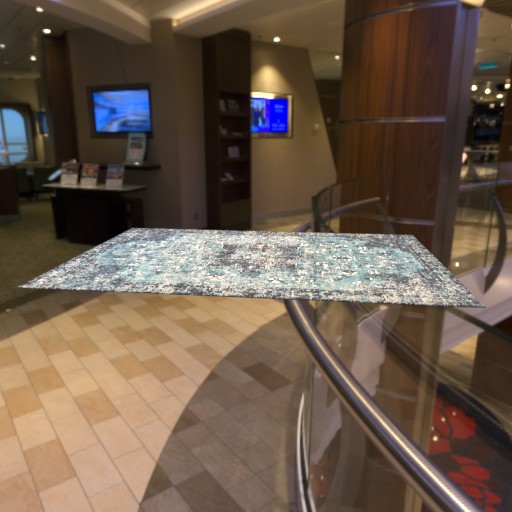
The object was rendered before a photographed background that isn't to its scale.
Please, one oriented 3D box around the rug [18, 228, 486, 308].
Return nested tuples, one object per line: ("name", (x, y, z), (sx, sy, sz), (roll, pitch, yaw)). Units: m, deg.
("rug", (0.000, 0.000, 2.298), (1.828, 0.005, 1.219), (2, 15, 7))
